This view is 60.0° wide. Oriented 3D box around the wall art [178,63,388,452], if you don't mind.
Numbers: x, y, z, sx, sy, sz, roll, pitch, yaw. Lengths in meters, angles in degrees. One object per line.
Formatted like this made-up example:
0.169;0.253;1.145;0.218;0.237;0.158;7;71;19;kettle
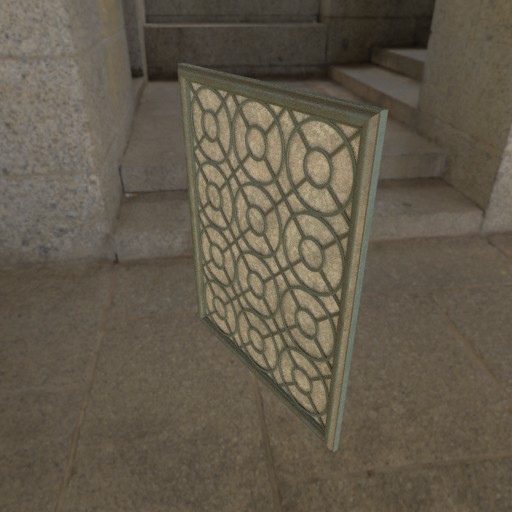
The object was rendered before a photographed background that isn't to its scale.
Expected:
0.000;0.000;1.321;0.030;0.983;0.767;-21;37;-31;wall art
